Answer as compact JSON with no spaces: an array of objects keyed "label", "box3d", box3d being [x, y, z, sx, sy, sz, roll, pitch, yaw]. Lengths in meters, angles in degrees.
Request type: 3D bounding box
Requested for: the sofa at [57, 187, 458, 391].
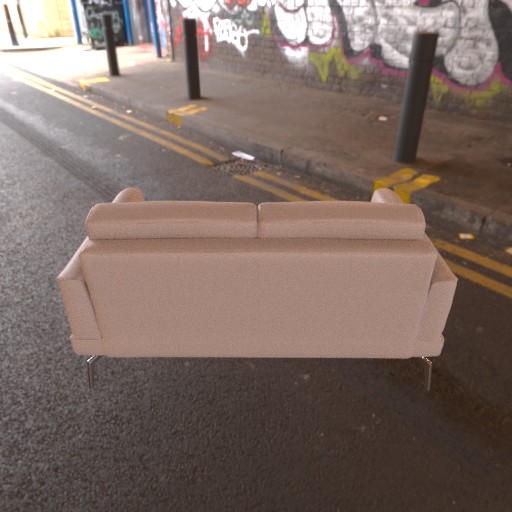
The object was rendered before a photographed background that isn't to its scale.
[{"label":"sofa","box3d":[0.000,0.000,2.465,1.819,0.930,1.121,0,30,0]}]
